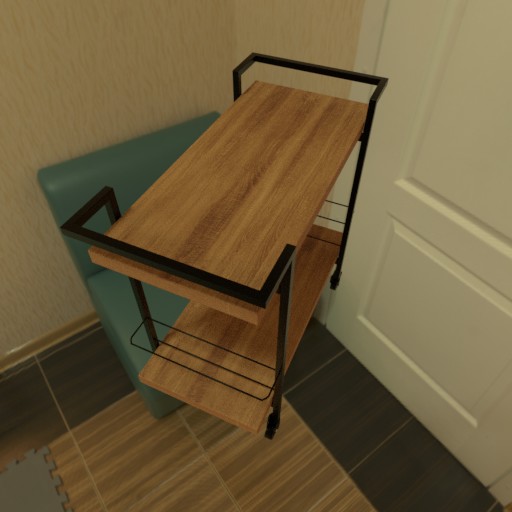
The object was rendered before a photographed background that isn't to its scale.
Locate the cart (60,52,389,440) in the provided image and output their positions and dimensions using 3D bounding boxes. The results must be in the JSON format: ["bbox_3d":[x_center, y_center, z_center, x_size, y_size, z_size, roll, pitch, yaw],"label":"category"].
[{"bbox_3d":[0.000,0.000,1.251,0.406,0.762,0.806,18,50,16],"label":"cart"}]
